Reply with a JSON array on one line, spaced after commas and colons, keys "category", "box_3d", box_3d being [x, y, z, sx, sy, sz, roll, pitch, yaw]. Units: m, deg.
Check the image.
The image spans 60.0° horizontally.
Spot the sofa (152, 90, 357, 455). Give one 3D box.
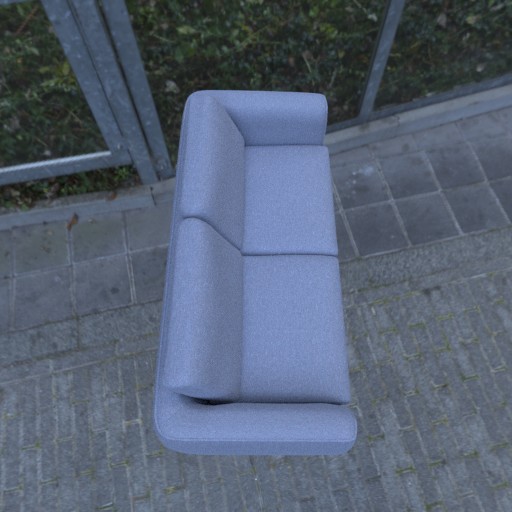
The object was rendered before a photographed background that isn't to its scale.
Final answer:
[{"category": "sofa", "box_3d": [0.000, 0.000, 2.482, 0.920, 0.870, 2.000, 0, 63, 0]}]
